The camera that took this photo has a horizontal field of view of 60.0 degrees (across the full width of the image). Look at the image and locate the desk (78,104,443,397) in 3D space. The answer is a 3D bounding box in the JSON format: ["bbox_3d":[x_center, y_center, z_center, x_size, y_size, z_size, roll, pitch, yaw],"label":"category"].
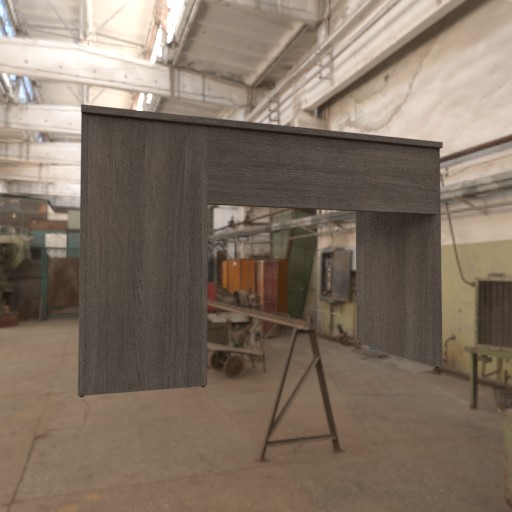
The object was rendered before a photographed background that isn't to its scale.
[{"bbox_3d":[0.000,0.000,1.532,1.097,0.735,0.560,1,-2,-18],"label":"desk"}]
